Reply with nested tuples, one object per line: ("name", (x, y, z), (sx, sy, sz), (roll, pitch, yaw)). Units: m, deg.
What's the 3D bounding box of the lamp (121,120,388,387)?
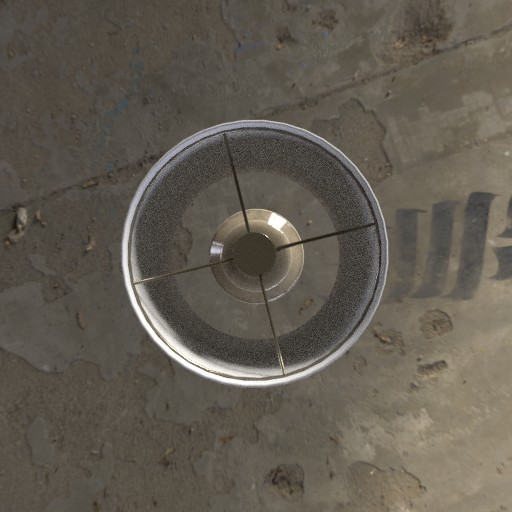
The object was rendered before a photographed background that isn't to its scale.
("lamp", (0.000, 0.000, 0.576), (0.211, 0.455, 0.211), (0, 89, 0))
